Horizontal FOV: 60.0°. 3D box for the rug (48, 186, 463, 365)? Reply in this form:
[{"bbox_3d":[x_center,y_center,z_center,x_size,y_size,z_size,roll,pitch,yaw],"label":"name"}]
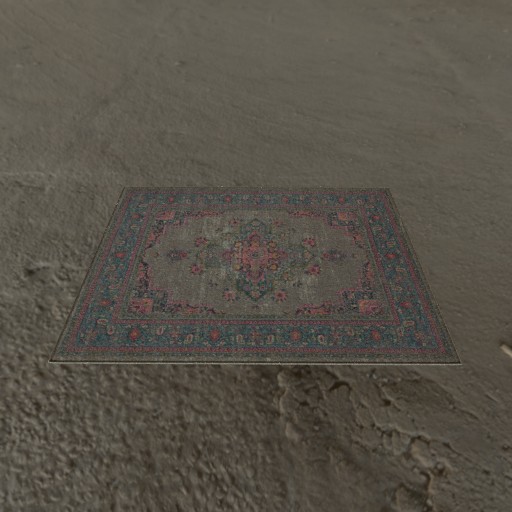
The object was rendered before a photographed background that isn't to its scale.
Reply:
[{"bbox_3d":[0.000,0.000,4.179,3.057,0.013,2.434,0,41,0],"label":"rug"}]
